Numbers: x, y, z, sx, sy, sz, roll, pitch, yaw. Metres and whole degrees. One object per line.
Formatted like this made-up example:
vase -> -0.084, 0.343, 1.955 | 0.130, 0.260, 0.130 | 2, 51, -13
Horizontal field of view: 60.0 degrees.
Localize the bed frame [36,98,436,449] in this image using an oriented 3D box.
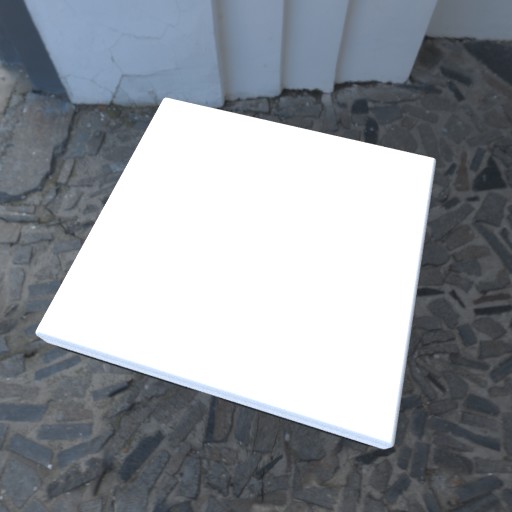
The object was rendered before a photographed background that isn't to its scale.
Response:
bed frame -> 0.000, 0.000, 3.003 | 2.033, 0.525, 1.935 | 15, 64, 8
